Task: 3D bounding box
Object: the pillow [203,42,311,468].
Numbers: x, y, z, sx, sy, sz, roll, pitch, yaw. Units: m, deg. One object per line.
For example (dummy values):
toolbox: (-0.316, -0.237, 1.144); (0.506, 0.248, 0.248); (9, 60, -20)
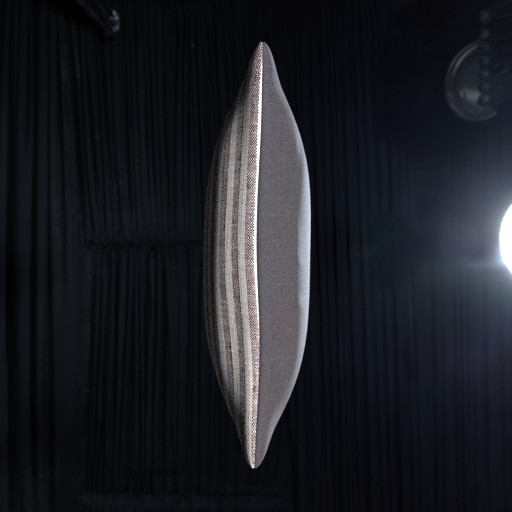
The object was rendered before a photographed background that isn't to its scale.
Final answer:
pillow: (0.000, 0.000, 0.781); (0.166, 0.506, 0.523); (0, 0, -1)
